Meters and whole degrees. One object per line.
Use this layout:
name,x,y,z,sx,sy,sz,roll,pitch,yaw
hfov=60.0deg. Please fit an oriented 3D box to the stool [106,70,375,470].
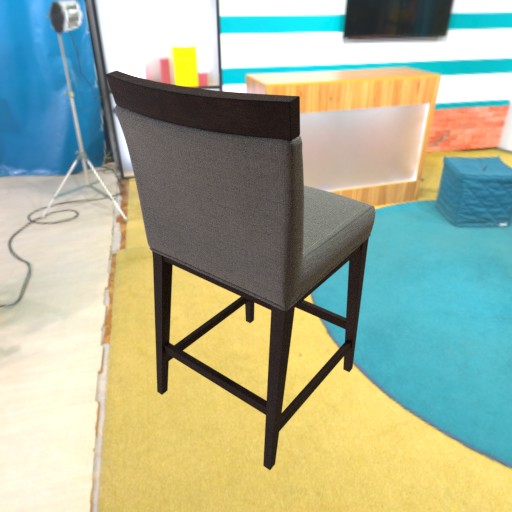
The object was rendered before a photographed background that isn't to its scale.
stool,0.000,0.000,1.291,0.512,1.009,0.531,21,37,32
